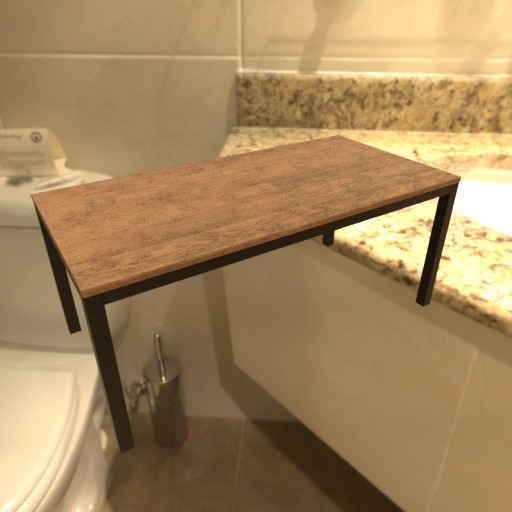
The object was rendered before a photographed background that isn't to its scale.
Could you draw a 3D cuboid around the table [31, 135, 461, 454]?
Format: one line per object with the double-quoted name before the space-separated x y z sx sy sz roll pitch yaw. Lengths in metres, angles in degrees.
"table" 0.000 0.000 2.258 1.805 0.767 0.893 -18 35 -28
